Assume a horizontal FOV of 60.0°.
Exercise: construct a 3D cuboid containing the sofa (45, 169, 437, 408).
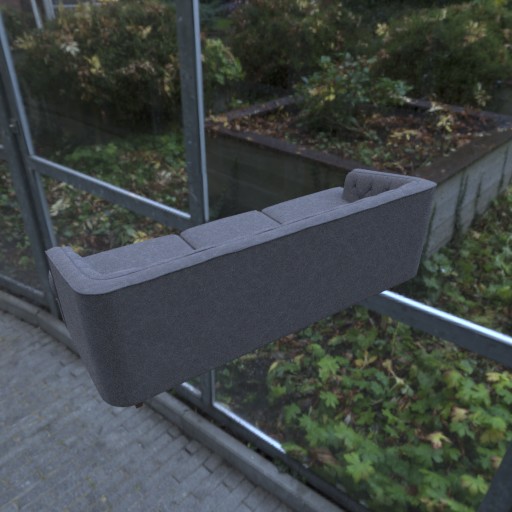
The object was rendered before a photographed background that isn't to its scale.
[{"bbox_3d":[0.000,0.000,2.722,2.247,0.806,0.917,-19,36,-28],"label":"sofa"}]
